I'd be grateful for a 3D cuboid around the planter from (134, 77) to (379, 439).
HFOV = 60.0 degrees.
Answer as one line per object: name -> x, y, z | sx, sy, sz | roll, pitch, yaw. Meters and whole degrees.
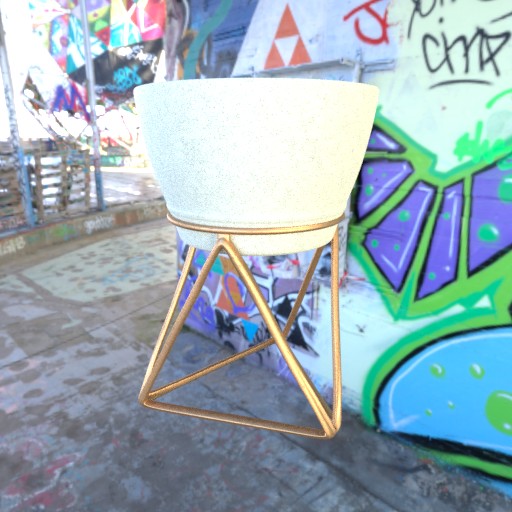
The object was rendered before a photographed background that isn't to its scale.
planter -> 0.000, 0.000, 0.720 | 0.350, 0.504, 0.350 | -15, 21, -42
